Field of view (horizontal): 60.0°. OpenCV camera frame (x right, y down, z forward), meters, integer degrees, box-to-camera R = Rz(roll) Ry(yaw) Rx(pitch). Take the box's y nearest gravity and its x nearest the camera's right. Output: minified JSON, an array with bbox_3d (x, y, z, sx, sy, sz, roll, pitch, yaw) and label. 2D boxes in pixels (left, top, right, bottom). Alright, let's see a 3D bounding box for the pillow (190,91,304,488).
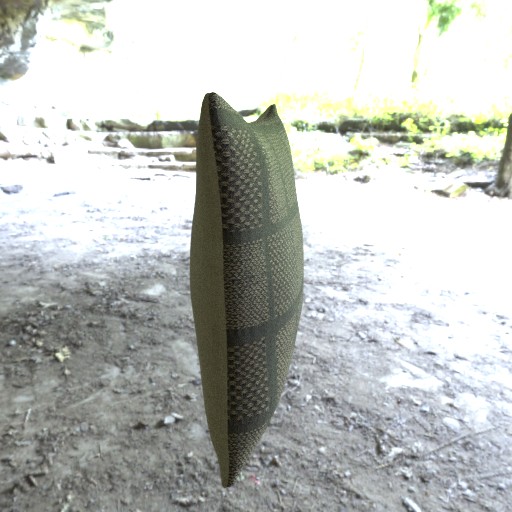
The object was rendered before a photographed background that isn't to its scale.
[{"bbox_3d":[0.000,0.000,0.648,0.138,0.432,0.435,3,18,9],"label":"pillow"}]
